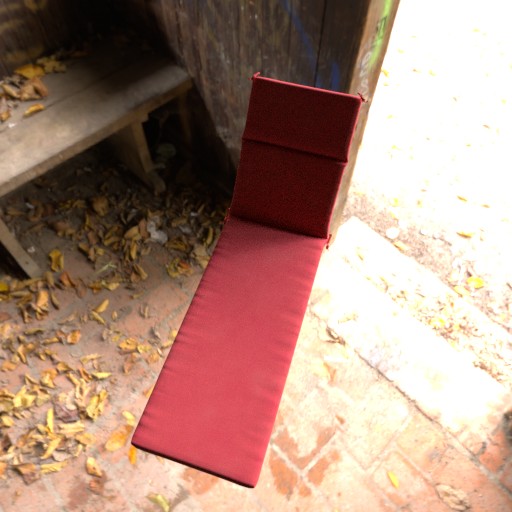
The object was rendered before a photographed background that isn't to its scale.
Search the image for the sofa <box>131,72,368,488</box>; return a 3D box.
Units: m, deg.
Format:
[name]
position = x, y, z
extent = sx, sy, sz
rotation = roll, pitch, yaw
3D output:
[sofa]
position = 0.000, 0.000, 1.898
extent = 0.582, 0.622, 1.663
rotation = 15, 59, 9
